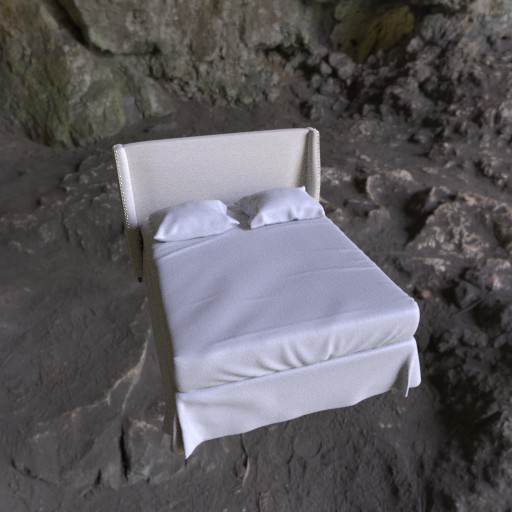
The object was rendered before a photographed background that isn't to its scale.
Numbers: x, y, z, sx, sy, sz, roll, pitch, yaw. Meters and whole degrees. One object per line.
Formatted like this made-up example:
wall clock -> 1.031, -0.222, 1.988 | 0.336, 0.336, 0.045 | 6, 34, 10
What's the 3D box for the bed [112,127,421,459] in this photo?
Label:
bed -> 0.000, 0.000, 3.501 | 1.925, 1.332, 2.276 | -9, 33, -15
